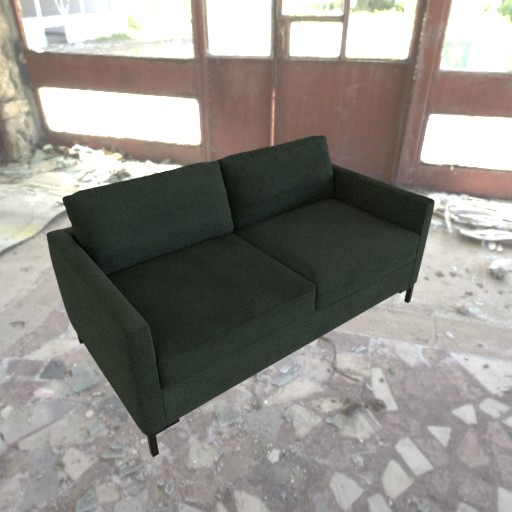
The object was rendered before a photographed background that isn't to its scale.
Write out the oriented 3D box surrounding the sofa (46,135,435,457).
[{"bbox_3d":[0.000,0.000,2.167,1.676,0.817,0.875,-22,37,-32],"label":"sofa"}]
